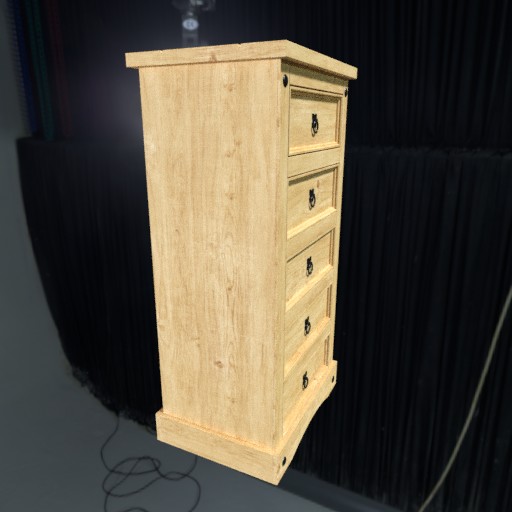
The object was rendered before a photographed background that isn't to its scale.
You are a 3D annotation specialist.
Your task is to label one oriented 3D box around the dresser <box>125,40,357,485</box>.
[{"bbox_3d":[0.000,0.000,1.289,0.390,1.041,0.531,8,19,25],"label":"dresser"}]
